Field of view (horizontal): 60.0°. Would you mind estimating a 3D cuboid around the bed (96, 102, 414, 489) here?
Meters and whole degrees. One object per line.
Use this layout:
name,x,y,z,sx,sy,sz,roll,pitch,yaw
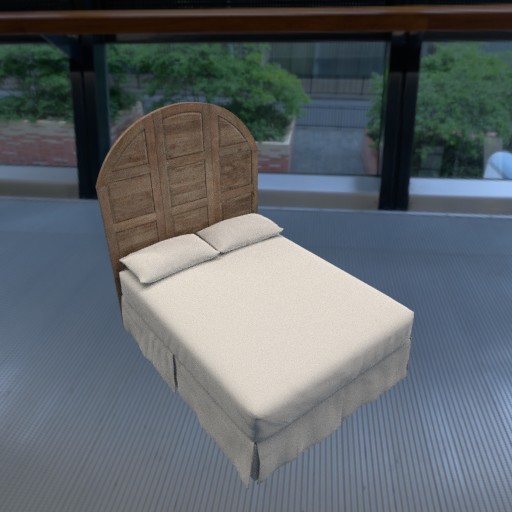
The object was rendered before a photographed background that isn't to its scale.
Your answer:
bed,0.000,0.000,3.501,1.713,2.002,2.112,-22,37,-32
